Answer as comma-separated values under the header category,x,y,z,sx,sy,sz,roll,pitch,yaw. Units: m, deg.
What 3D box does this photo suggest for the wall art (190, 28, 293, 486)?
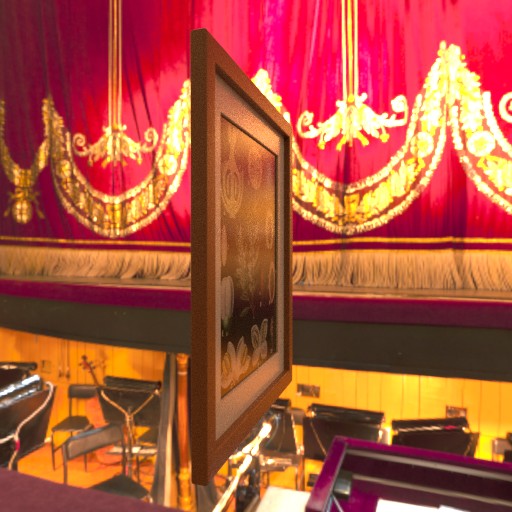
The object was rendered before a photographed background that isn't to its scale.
category,x,y,z,sx,sy,sz,roll,pitch,yaw
wall art,0.000,0.000,0.515,0.015,0.379,0.310,0,1,18
